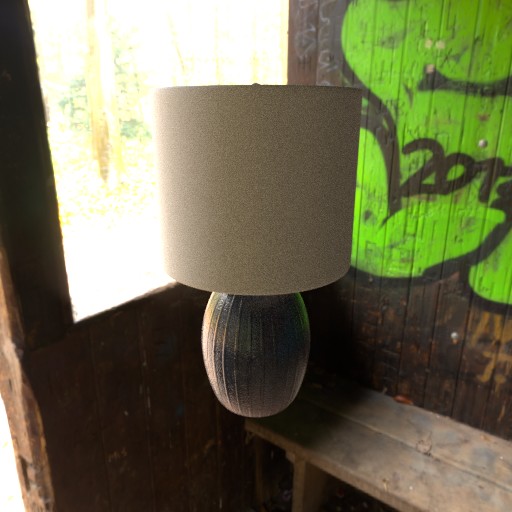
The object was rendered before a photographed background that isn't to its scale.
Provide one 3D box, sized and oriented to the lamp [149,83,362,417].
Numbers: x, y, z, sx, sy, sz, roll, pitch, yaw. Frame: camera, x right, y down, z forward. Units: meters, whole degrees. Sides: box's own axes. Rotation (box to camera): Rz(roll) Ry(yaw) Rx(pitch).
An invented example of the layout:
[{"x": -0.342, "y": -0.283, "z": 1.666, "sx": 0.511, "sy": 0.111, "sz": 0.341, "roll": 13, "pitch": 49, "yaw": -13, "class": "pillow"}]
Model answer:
[{"x": 0.000, "y": 0.000, "z": 0.783, "sx": 0.329, "sy": 0.570, "sz": 0.329, "roll": 3, "pitch": 18, "yaw": 8, "class": "lamp"}]
